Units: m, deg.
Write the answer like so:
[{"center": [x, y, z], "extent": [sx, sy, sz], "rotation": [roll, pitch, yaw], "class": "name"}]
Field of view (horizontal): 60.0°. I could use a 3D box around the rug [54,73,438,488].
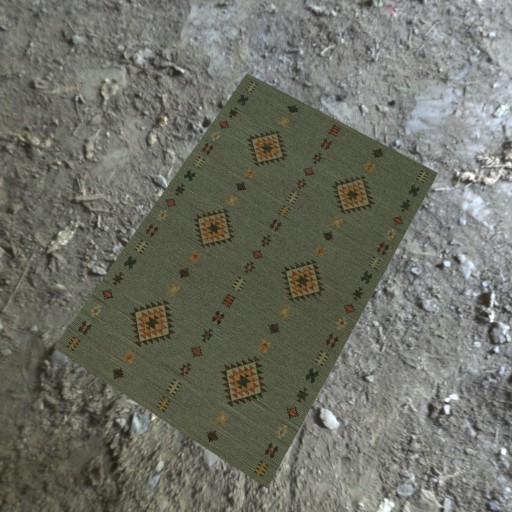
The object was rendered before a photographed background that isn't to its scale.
[{"center": [0.000, 0.000, 2.288], "extent": [1.217, 0.005, 1.818], "rotation": [30, 77, 7], "class": "rug"}]
